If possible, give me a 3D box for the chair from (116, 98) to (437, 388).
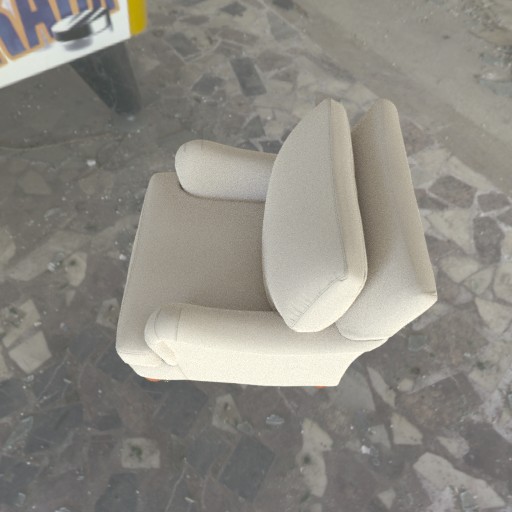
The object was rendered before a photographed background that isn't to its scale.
[{"bbox_3d":[0.000,0.000,1.881,1.070,1.038,0.955,1,57,1],"label":"chair"}]
